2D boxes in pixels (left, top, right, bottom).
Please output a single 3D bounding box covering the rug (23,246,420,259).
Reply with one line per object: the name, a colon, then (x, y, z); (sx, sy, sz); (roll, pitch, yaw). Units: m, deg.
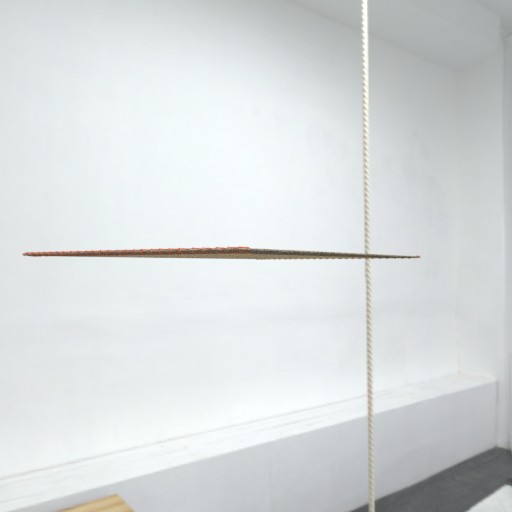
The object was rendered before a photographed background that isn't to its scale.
rug: (0.000, 0.000, 2.315); (1.220, 0.019, 1.838); (-1, -1, 35)
